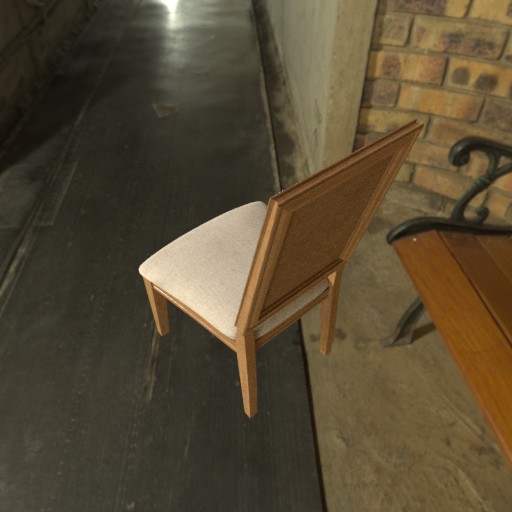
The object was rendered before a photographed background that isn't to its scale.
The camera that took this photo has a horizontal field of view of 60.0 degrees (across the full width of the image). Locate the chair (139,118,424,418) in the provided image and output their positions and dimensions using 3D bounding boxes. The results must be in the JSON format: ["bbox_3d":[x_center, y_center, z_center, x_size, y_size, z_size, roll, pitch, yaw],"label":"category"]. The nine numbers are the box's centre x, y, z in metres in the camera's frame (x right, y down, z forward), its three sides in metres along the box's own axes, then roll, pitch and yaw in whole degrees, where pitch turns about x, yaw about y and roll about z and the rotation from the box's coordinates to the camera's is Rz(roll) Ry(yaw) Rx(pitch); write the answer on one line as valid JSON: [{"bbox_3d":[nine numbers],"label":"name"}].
[{"bbox_3d":[0.000,0.000,1.341,0.536,0.988,0.601,-31,53,-27],"label":"chair"}]
